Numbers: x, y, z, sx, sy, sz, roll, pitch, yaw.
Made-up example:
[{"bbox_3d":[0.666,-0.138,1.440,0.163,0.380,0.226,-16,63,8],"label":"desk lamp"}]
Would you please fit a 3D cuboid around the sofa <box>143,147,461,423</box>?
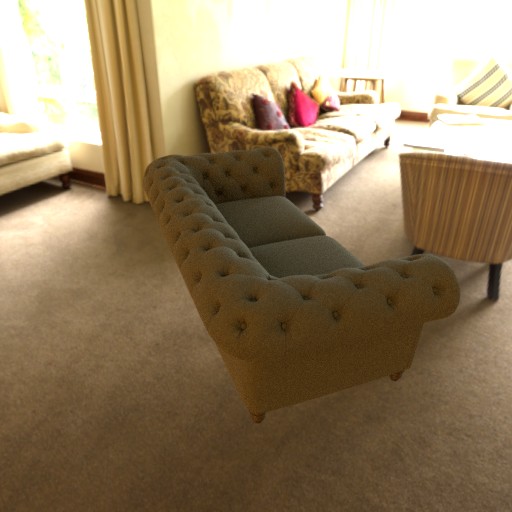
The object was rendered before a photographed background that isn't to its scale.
[{"bbox_3d":[0.000,0.000,2.496,0.986,0.764,1.998,-10,31,-18],"label":"sofa"}]
